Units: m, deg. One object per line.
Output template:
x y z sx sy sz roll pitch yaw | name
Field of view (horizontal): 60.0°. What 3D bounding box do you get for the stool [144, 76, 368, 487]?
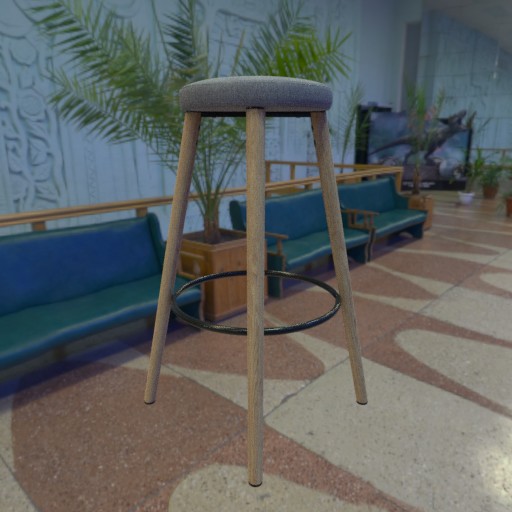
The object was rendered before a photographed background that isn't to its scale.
0.000 0.000 1.027 0.410 0.770 0.410 -15 21 -43 | stool
